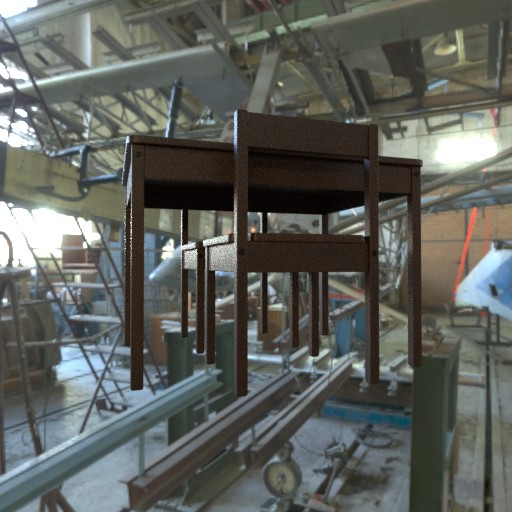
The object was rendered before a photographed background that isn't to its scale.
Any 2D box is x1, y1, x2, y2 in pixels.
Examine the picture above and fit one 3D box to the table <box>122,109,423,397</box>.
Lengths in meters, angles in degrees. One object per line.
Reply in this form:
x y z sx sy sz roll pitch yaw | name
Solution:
0.000 0.000 1.133 0.650 0.503 0.672 0 -1 -18 | table
